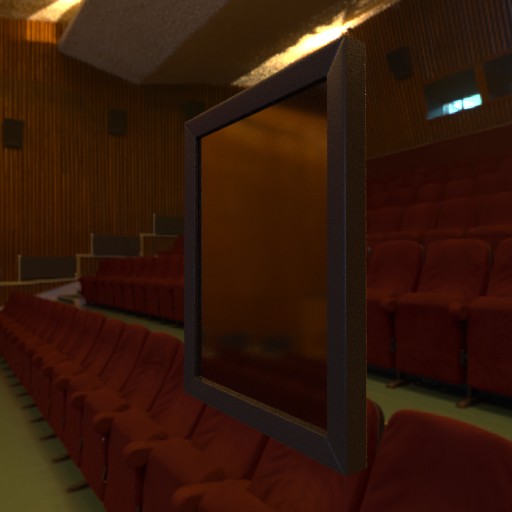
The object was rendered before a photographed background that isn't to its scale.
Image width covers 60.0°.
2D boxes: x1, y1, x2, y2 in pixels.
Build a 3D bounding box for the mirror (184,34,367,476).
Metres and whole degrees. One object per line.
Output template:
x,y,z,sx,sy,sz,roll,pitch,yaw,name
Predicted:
0.000,0.000,0.684,0.041,0.508,0.405,1,-1,-36,mirror
